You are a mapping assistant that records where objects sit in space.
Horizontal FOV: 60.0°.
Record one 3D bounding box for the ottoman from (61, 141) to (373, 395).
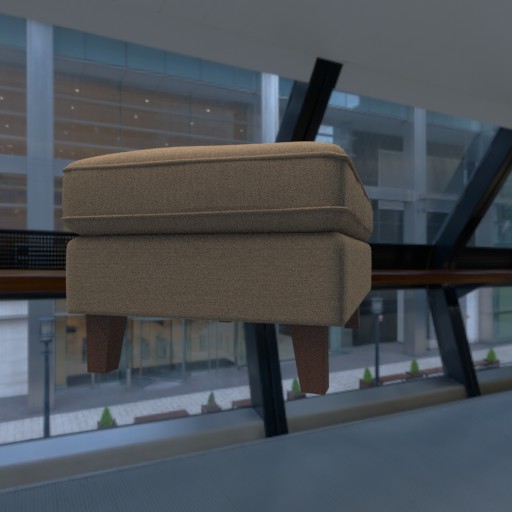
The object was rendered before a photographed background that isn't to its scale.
[{"bbox_3d":[0.000,0.000,1.304,0.636,0.521,0.945,0,0,18],"label":"ottoman"}]
